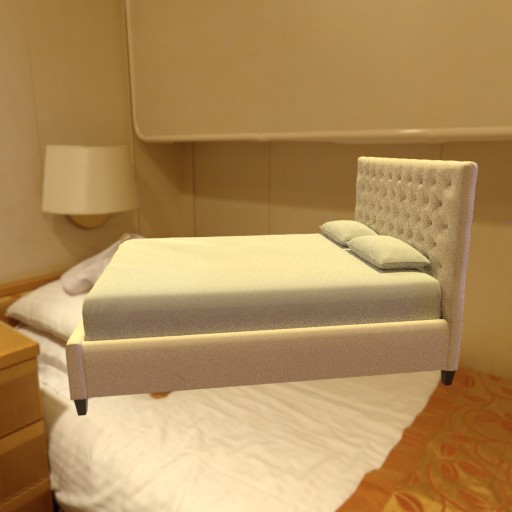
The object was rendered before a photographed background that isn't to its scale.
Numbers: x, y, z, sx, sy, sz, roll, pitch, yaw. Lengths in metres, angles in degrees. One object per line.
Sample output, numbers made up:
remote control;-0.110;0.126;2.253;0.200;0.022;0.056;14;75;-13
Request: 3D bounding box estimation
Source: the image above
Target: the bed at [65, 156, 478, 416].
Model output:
bed;0.000;0.000;3.338;2.387;1.427;1.698;-2;14;-8
